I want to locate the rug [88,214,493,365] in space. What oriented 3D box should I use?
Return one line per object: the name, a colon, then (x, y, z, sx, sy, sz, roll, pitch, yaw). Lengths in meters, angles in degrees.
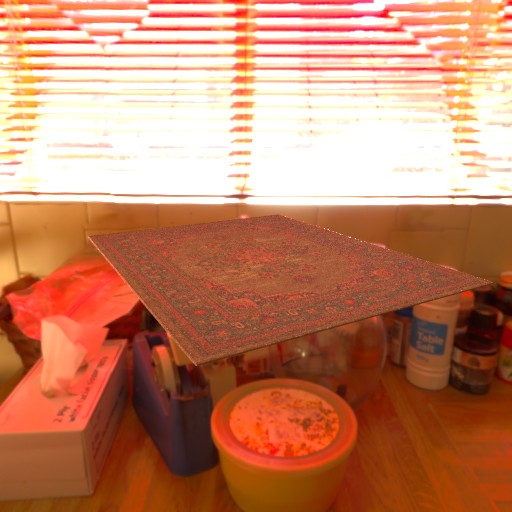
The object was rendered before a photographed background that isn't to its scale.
rug: (0.000, 0.000, 4.068, 2.434, 0.013, 3.057, -9, 19, -28)
